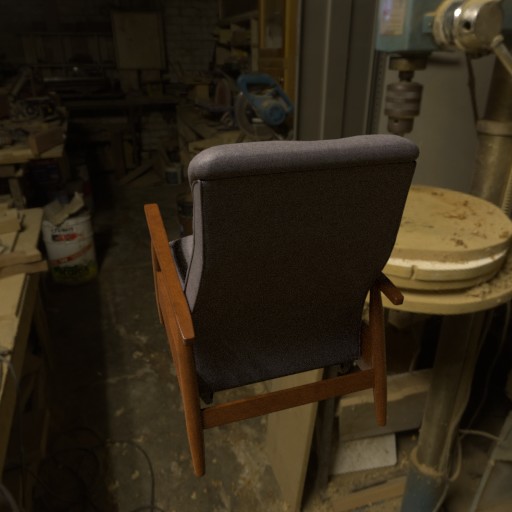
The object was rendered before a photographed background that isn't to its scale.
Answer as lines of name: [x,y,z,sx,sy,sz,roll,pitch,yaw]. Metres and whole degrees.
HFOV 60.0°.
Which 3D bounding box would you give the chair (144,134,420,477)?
chair: [0.000,0.000,1.760,0.762,1.081,1.014,-8,27,-16]
